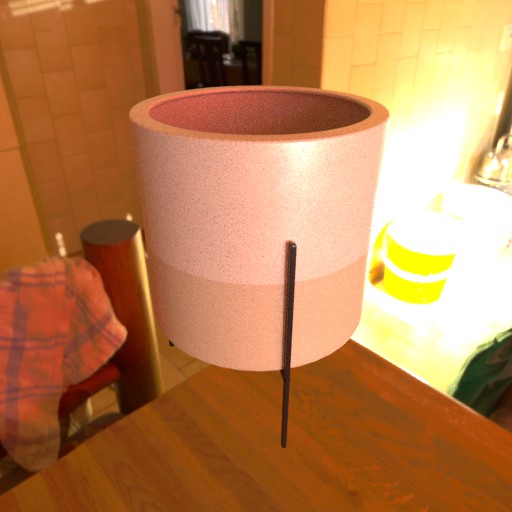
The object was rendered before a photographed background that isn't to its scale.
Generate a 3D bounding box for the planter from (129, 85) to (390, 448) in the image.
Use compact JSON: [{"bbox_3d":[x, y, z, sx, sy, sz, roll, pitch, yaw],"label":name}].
[{"bbox_3d":[0.000,0.000,0.740,0.368,0.484,0.359,9,31,15],"label":"planter"}]
